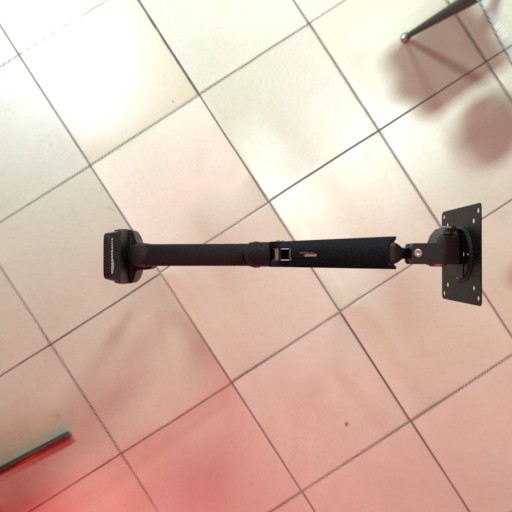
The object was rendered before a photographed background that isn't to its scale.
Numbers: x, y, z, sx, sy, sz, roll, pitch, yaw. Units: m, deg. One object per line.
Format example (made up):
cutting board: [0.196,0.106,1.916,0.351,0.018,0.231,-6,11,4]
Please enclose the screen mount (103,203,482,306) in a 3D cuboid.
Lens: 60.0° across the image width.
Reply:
screen mount: [0.000,0.000,0.719,0.495,0.466,0.115,0,90,0]
